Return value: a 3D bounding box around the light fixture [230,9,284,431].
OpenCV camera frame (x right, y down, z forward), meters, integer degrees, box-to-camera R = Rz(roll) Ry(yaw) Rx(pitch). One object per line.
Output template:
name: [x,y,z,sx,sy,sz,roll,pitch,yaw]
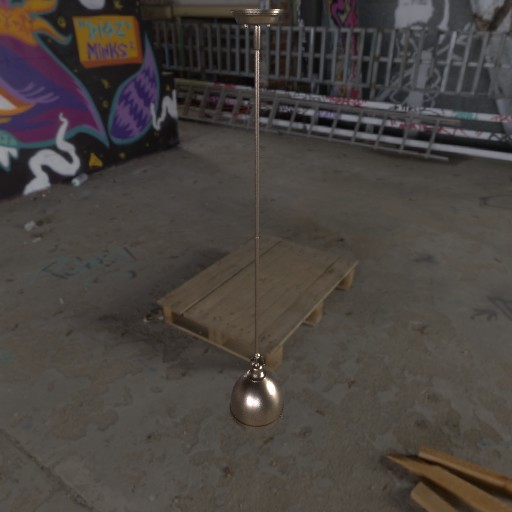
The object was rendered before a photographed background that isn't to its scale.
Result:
light fixture: [0.000,0.000,1.408,0.217,1.367,0.211,-19,34,-31]
